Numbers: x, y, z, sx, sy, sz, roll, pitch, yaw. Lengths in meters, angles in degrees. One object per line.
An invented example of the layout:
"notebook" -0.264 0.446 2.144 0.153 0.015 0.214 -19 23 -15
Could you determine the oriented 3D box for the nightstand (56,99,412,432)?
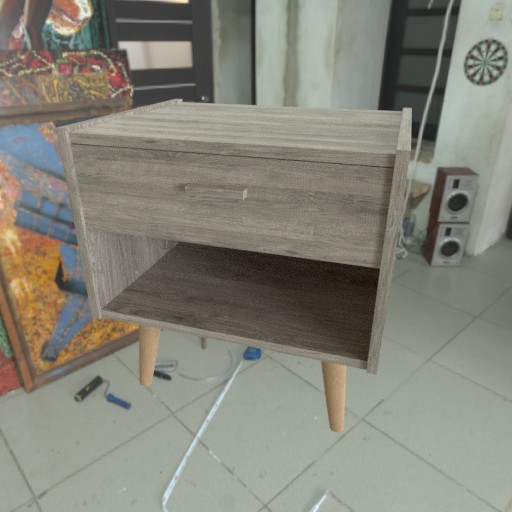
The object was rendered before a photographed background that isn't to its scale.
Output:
"nightstand" 0.000 0.000 0.827 0.480 0.500 0.380 8 27 16
